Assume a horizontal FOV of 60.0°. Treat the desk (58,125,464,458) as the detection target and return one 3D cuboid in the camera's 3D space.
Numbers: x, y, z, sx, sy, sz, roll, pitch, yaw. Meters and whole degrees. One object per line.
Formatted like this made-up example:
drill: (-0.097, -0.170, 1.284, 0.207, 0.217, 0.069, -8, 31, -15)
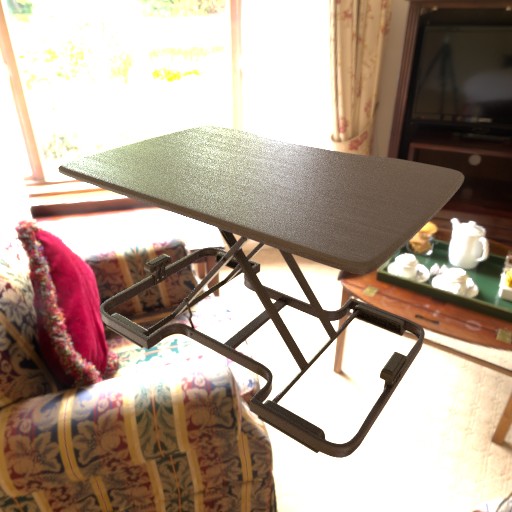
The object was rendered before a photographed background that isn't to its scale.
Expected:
desk: (0.000, 0.000, 1.144, 0.820, 0.470, 0.546, 20, 35, 32)
